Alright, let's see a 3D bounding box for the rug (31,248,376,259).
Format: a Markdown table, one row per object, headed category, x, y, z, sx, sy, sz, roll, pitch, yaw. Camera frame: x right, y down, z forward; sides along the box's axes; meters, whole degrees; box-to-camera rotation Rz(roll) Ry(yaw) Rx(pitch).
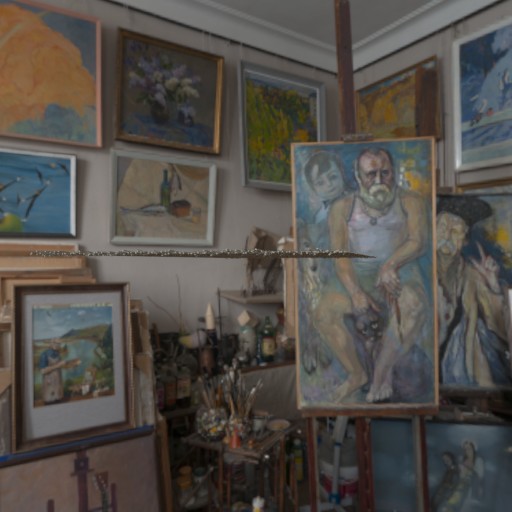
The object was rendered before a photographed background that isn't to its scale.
| category | x | y | z | sx | sy | sz | roll | pitch | yaw |
| --- | --- | --- | --- | --- | --- | --- | --- | --- | --- |
| rug | 0.000 | 0.000 | 3.057 | 1.495 | 0.035 | 2.472 | 0 | -1 | 18 |
